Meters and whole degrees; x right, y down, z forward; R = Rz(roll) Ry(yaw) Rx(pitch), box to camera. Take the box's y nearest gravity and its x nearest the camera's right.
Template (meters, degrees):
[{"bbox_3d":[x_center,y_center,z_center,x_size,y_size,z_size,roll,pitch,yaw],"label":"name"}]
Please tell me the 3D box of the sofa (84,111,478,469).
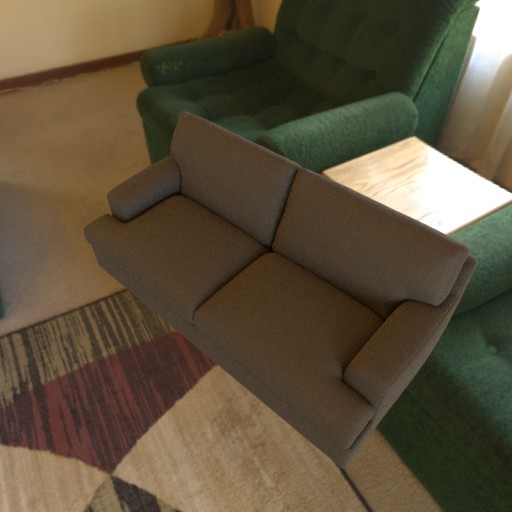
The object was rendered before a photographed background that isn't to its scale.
[{"bbox_3d":[0.000,0.000,2.788,2.271,0.950,1.140,32,54,28],"label":"sofa"}]
